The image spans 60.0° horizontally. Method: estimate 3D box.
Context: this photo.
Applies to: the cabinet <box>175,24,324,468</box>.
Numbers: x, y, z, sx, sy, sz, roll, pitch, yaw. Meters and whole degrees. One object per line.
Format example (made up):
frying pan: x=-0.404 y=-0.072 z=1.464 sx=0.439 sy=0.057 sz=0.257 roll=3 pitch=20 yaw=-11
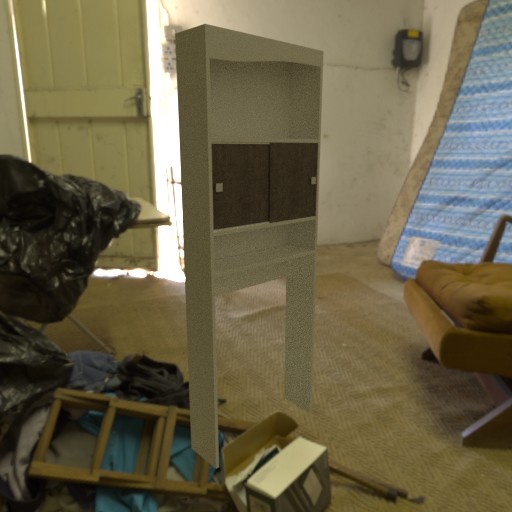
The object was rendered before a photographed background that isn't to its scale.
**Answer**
cabinet: x=0.000 y=0.000 z=1.998 sx=0.643 sy=1.770 sz=0.192 roll=-12 pitch=18 yaw=-42
